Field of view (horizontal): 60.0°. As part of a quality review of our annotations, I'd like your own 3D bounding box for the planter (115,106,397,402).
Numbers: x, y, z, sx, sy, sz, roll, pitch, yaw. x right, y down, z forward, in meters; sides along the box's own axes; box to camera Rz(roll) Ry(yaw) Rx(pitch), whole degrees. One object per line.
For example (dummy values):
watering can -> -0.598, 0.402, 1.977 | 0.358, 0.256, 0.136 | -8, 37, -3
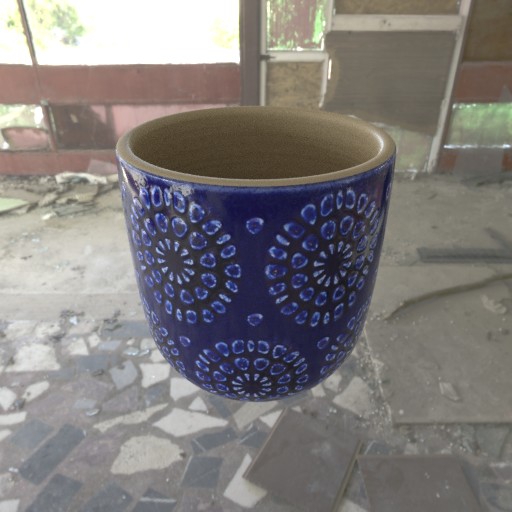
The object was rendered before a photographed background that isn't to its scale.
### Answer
planter -> 0.000, 0.000, 0.203 | 0.109, 0.112, 0.109 | 0, 31, 0
